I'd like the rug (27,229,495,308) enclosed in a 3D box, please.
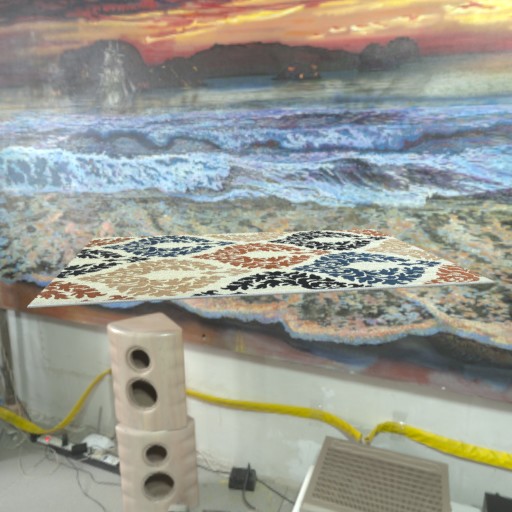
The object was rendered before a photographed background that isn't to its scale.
[{"bbox_3d":[0.000,0.000,2.838,2.275,0.014,1.514,-2,14,-9],"label":"rug"}]
